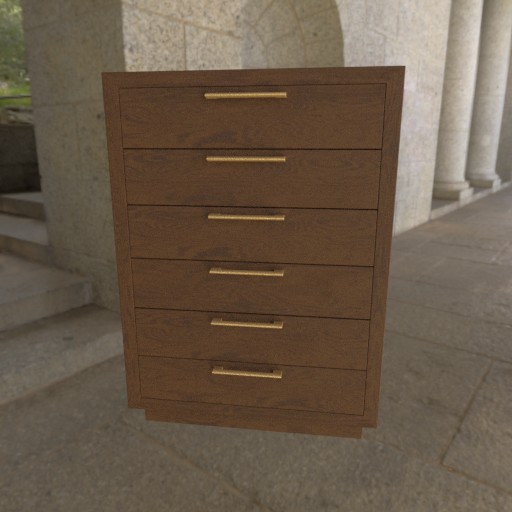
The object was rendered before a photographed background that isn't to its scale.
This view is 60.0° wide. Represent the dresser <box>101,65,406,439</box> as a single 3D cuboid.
[{"bbox_3d":[0.000,0.000,1.763,0.964,1.320,0.516,2,15,8],"label":"dresser"}]
